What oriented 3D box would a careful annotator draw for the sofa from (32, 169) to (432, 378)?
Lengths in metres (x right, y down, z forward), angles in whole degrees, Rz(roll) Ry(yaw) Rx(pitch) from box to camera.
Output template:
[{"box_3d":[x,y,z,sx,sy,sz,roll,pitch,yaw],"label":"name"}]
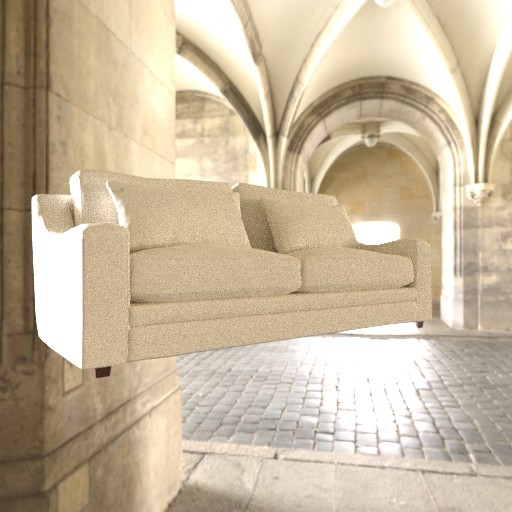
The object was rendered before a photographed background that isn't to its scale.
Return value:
[{"box_3d":[0.000,0.000,2.870,2.470,1.022,1.009,0,-1,-36],"label":"sofa"}]
